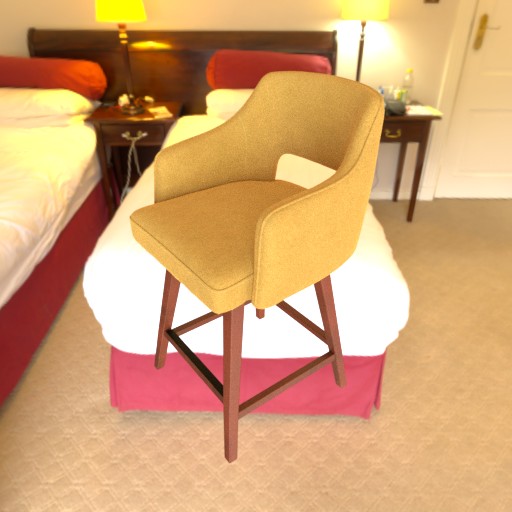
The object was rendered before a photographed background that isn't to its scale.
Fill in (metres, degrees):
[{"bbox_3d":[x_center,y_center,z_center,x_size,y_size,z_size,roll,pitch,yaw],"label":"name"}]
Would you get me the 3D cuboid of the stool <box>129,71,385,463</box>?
[{"bbox_3d":[0.000,0.000,1.278,0.558,0.924,0.548,-22,38,-31],"label":"stool"}]
